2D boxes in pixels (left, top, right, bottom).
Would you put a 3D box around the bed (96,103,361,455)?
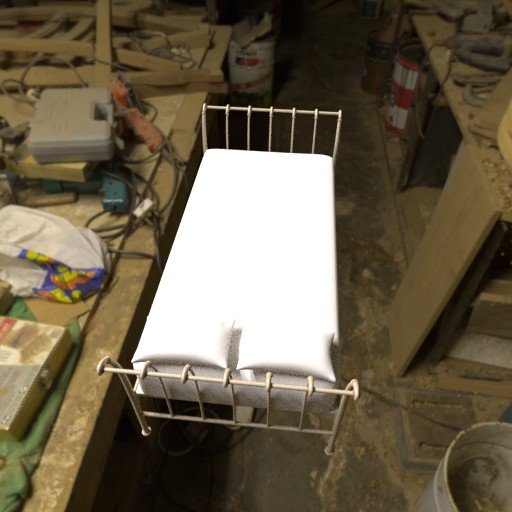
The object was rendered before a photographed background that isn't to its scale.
[{"bbox_3d":[0.000,0.000,2.741,1.032,0.873,2.228,4,45,4],"label":"bed"}]
